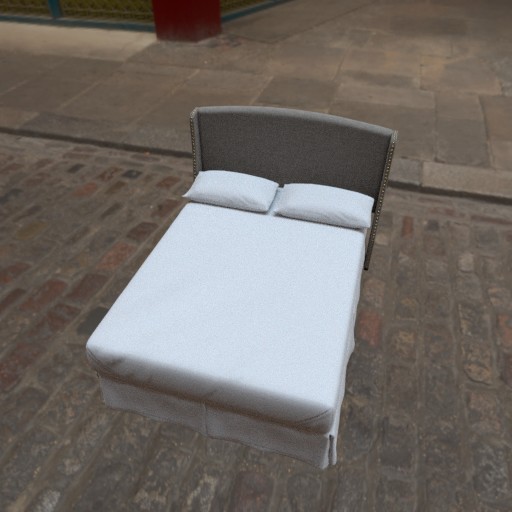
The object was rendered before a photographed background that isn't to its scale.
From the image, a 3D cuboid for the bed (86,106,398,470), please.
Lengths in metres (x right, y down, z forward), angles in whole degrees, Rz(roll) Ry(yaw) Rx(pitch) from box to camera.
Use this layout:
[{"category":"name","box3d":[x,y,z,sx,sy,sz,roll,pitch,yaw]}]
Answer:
[{"category":"bed","box3d":[0.000,0.000,3.305,1.710,1.407,2.237,11,42,12]}]
